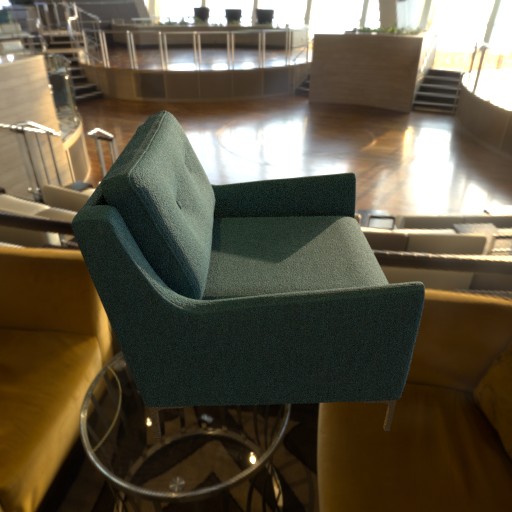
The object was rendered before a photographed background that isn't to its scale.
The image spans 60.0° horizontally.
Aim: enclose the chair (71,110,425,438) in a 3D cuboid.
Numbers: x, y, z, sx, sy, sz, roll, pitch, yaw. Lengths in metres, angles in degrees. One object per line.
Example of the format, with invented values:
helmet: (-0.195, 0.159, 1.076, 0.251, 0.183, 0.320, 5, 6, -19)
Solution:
chair: (0.000, 0.000, 1.503, 0.849, 0.828, 0.847, -1, 31, -2)
